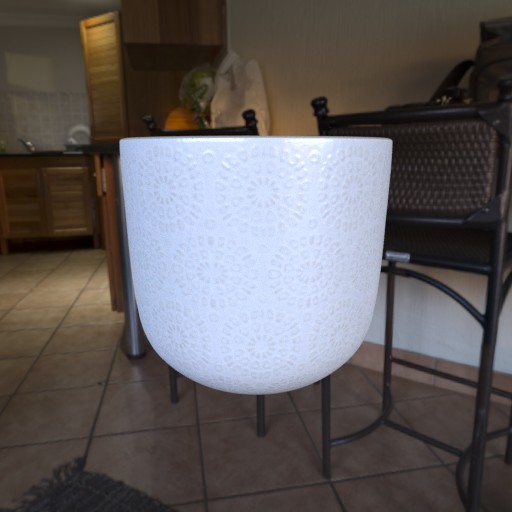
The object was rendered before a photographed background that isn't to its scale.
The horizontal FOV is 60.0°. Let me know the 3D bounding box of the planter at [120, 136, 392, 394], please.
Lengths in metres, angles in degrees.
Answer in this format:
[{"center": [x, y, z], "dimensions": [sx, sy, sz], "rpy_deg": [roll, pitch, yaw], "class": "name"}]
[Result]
[{"center": [0.000, 0.000, 0.374], "dimensions": [0.208, 0.190, 0.208], "rpy_deg": [0, 14, 0], "class": "planter"}]
